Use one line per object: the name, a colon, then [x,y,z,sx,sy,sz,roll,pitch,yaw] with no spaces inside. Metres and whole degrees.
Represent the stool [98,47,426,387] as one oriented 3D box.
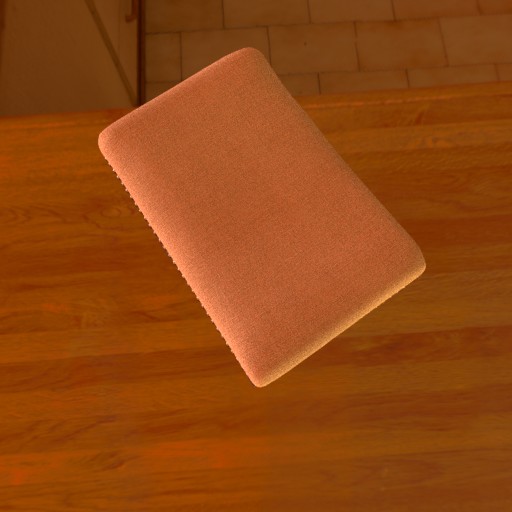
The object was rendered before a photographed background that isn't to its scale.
stool: [0.000,0.000,1.061,0.363,0.768,0.509,-33,78,-8]
